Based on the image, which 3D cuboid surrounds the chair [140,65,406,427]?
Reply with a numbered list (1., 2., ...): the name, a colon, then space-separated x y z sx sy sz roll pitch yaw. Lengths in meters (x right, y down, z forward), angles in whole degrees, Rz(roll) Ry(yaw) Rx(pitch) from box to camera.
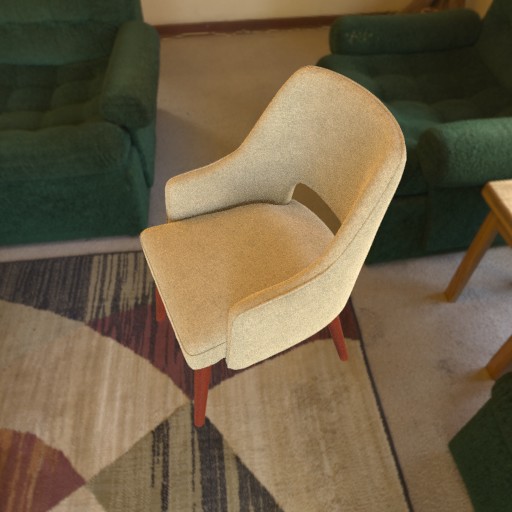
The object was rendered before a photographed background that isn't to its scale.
1. chair: 0.000 0.000 1.250 0.605 0.849 0.548 -19 51 -16
